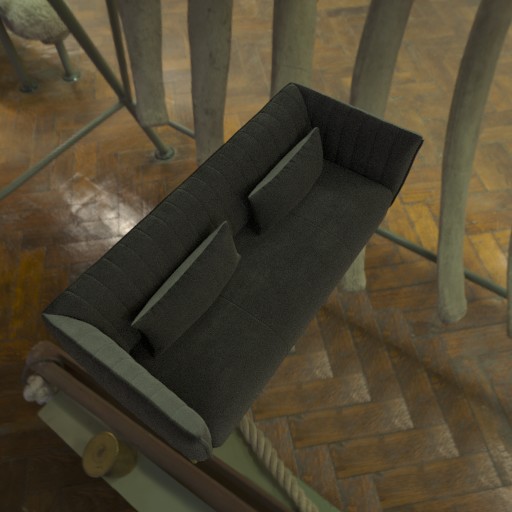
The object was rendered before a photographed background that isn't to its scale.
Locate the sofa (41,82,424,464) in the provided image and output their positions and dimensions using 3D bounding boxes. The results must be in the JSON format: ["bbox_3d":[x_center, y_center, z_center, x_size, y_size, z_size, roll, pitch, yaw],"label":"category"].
[{"bbox_3d":[0.000,0.000,2.407,0.876,0.780,1.980,31,62,19],"label":"sofa"}]
